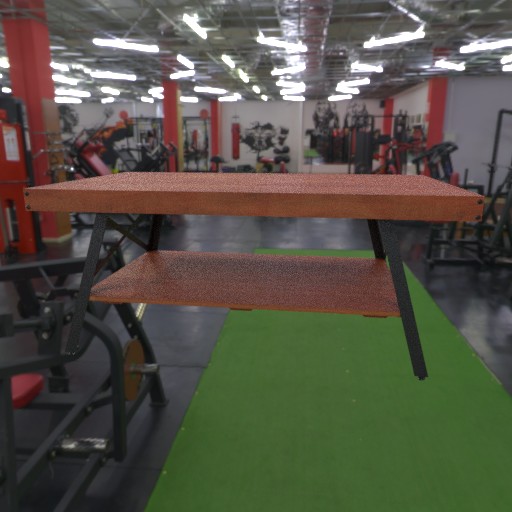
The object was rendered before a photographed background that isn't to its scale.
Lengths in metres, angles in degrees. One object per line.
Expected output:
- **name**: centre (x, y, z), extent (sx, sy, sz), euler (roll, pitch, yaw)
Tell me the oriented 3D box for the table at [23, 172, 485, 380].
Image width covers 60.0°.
- **table**: centre (0.000, 0.000, 1.361), extent (1.067, 0.457, 0.610), euler (2, 15, 8)
